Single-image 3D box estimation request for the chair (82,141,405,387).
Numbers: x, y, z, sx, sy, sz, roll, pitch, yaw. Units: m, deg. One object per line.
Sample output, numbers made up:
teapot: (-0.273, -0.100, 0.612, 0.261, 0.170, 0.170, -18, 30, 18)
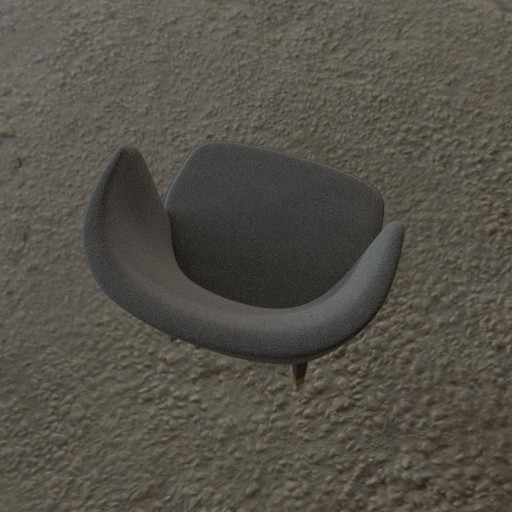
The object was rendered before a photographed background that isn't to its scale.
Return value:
chair: (0.000, 0.000, 1.223, 0.639, 0.695, 0.698, 17, 66, 8)
